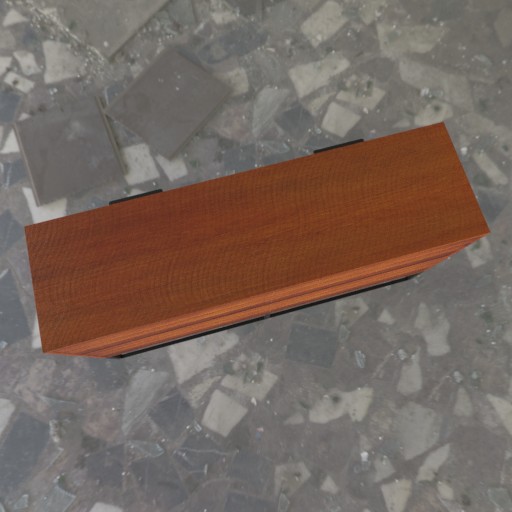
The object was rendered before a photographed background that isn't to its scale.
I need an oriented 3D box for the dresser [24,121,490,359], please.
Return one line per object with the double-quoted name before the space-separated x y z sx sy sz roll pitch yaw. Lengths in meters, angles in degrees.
"dresser" 0.000 0.000 1.910 1.536 0.810 0.464 -15 76 -4
